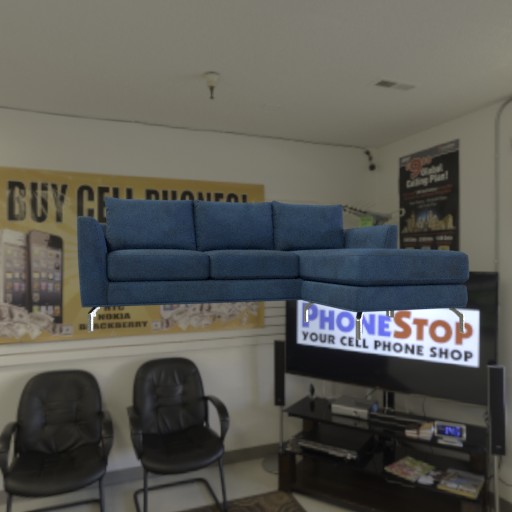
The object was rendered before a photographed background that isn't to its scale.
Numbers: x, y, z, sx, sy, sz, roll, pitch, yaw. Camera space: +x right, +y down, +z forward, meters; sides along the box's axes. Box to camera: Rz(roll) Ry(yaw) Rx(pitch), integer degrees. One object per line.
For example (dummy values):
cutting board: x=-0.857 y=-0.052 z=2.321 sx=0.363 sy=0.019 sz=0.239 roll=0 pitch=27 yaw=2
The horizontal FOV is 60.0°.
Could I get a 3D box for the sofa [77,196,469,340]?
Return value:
sofa: x=0.000 y=0.000 z=3.249 sx=2.438 sy=0.987 sz=1.622 roll=0 pitch=0 yaw=-19
